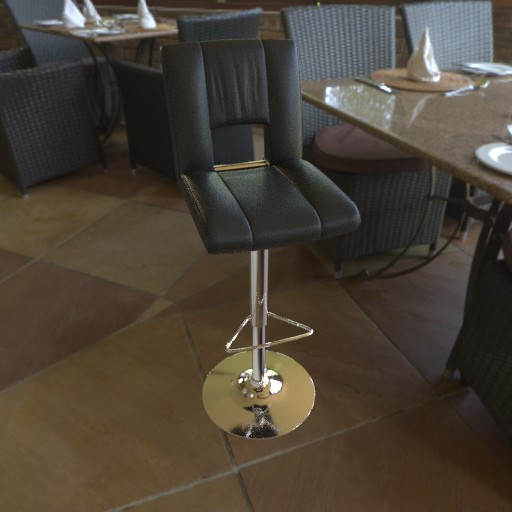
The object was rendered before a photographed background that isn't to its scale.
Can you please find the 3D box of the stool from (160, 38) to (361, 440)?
[{"bbox_3d":[0.000,0.000,1.358,0.415,1.151,0.520,-10,34,-15],"label":"stool"}]
